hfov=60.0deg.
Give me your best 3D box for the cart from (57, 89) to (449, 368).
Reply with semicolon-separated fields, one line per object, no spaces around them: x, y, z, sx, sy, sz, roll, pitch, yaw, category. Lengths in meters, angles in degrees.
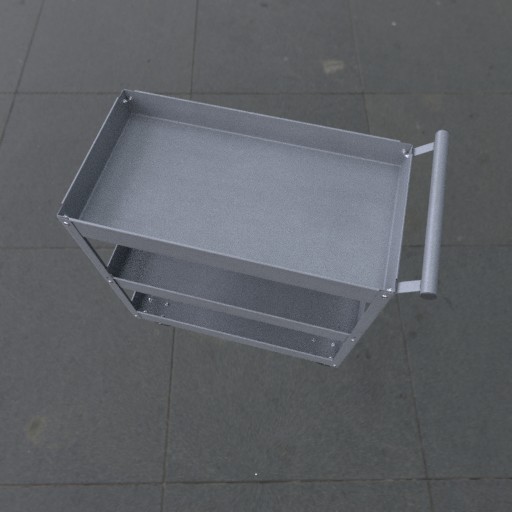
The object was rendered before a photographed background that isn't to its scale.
0.000;0.000;1.202;0.719;0.780;0.366;13;64;6;cart
